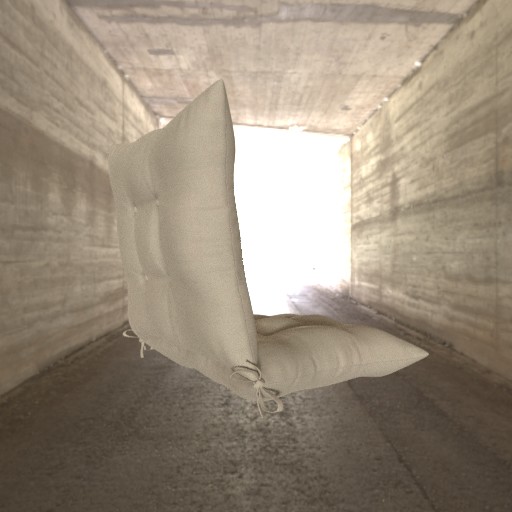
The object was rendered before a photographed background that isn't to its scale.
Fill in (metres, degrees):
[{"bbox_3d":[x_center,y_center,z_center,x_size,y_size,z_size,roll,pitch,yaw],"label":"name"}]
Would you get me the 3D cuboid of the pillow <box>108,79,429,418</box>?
[{"bbox_3d":[0.000,0.000,1.005,0.585,0.536,0.541,0,0,-36],"label":"pillow"}]
